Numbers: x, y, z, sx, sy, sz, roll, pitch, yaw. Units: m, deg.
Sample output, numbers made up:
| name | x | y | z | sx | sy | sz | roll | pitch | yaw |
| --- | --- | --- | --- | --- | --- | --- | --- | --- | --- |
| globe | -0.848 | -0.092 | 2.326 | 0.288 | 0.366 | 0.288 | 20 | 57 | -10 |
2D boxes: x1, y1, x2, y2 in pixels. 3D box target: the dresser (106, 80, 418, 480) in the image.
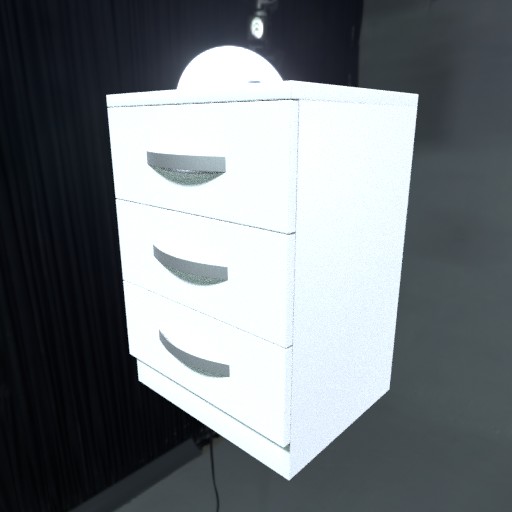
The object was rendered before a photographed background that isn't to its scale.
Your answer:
| name | x | y | z | sx | sy | sz | roll | pitch | yaw |
| --- | --- | --- | --- | --- | --- | --- | --- | --- | --- |
| dresser | 0.000 | 0.000 | 0.816 | 0.400 | 0.560 | 0.360 | 15 | 22 | 40 |
